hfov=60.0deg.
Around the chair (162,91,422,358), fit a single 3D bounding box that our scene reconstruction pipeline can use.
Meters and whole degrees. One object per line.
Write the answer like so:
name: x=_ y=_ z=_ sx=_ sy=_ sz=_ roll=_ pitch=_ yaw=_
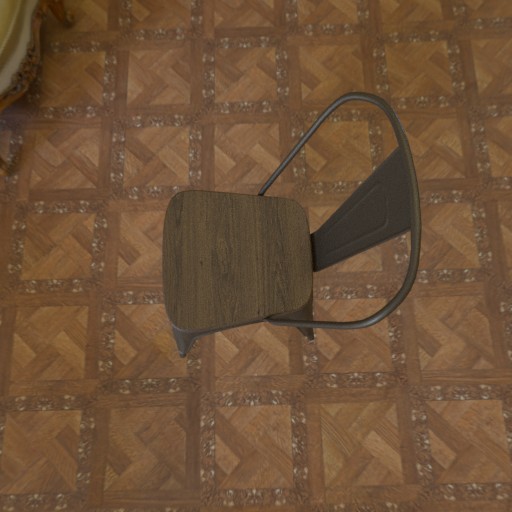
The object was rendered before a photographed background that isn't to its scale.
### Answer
chair: x=0.000 y=0.000 z=1.128 sx=0.532 sy=0.844 sz=0.451 roll=-3 pitch=75 yaw=-1
